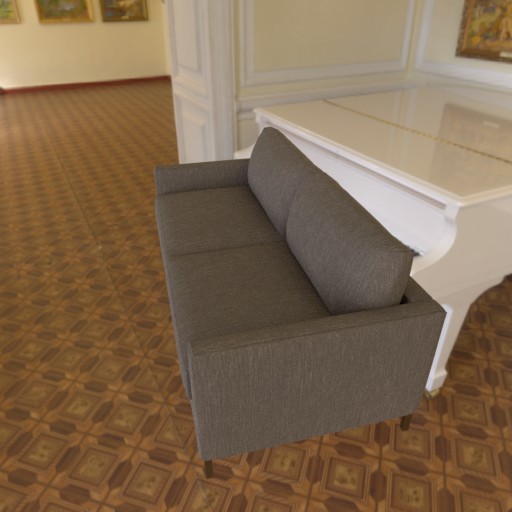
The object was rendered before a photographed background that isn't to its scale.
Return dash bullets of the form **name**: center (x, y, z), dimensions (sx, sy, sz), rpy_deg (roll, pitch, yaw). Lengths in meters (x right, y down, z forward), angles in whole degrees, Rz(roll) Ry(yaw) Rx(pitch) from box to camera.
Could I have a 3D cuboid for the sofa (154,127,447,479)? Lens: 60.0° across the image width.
- **sofa**: center (0.000, 0.000, 2.137), dimensions (0.875, 0.840, 1.682), rpy_deg (-8, 32, -13)
